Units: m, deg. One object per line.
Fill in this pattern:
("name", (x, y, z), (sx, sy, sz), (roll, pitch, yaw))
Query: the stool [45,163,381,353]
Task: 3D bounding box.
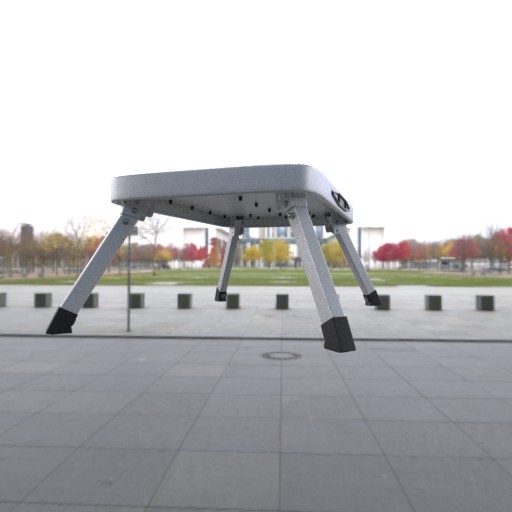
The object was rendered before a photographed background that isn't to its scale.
("stool", (0.000, 0.000, 0.625), (0.320, 0.170, 0.460), (0, -1, 18))
